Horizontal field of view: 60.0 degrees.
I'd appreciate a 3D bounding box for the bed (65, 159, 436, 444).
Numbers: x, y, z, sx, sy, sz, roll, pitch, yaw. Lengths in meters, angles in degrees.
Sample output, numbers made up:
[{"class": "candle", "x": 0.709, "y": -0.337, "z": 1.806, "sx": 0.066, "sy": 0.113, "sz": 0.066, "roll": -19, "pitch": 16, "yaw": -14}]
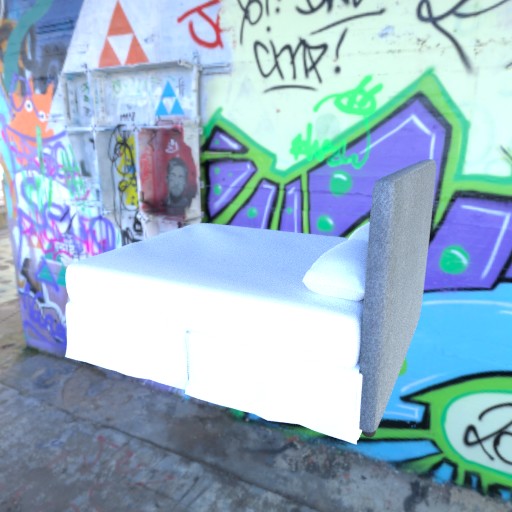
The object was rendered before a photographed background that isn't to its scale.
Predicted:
[{"class": "bed", "x": 0.000, "y": 0.000, "z": 3.154, "sx": 2.142, "sy": 1.330, "sz": 1.723, "roll": 8, "pitch": 17, "yaw": 26}]
